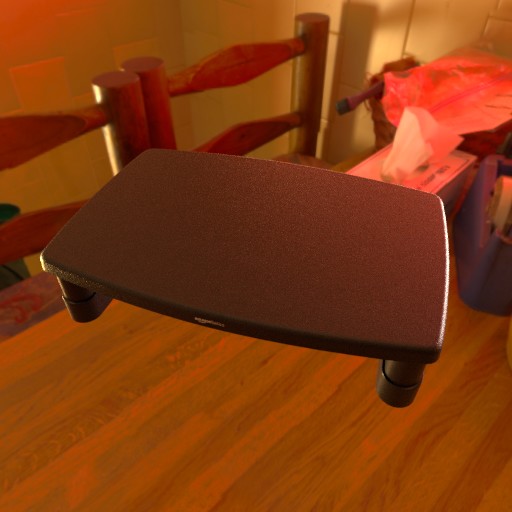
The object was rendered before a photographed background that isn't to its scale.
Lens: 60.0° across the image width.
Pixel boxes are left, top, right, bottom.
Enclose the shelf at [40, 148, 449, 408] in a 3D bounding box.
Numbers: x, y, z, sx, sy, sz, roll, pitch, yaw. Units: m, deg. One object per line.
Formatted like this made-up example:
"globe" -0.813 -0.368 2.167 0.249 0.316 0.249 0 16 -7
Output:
"shelf" 0.000 0.000 0.521 0.410 0.100 0.280 12 43 13
